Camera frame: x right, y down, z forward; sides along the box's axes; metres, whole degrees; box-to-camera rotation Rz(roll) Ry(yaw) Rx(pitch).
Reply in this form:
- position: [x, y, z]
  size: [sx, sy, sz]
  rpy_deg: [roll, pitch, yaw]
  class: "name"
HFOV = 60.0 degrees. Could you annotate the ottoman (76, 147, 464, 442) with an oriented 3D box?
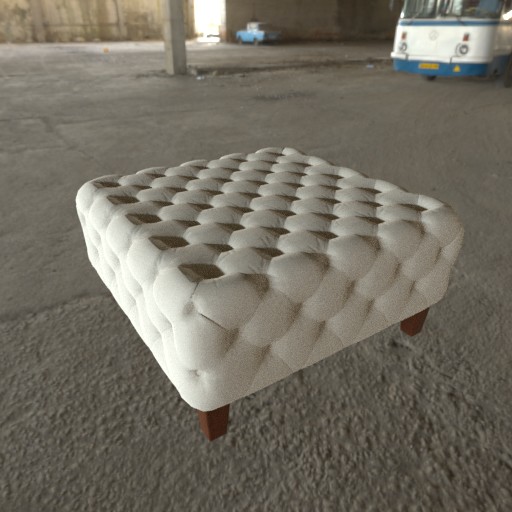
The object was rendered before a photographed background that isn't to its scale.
- position: [0.000, 0.000, 1.213]
  size: [0.755, 0.376, 0.753]
  rpy_deg: [-17, 33, -29]
  class: "ottoman"
